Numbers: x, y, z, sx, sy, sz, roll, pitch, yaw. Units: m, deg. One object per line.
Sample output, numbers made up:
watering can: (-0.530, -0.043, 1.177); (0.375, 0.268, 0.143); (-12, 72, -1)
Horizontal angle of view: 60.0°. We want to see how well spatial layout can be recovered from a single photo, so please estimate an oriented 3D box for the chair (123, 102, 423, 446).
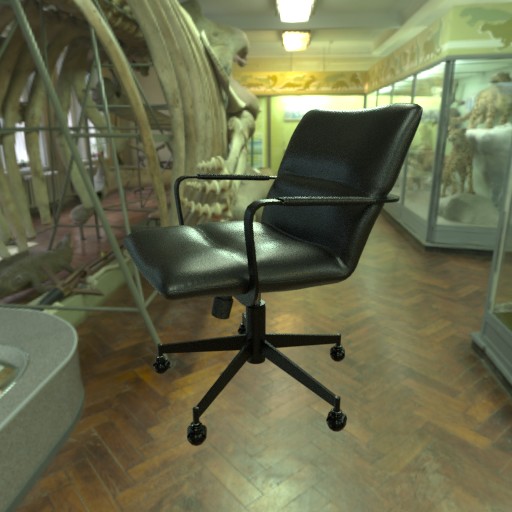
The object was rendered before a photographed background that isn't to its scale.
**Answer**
chair: (0.000, 0.000, 1.416); (0.748, 0.922, 0.719); (-8, 18, -24)
